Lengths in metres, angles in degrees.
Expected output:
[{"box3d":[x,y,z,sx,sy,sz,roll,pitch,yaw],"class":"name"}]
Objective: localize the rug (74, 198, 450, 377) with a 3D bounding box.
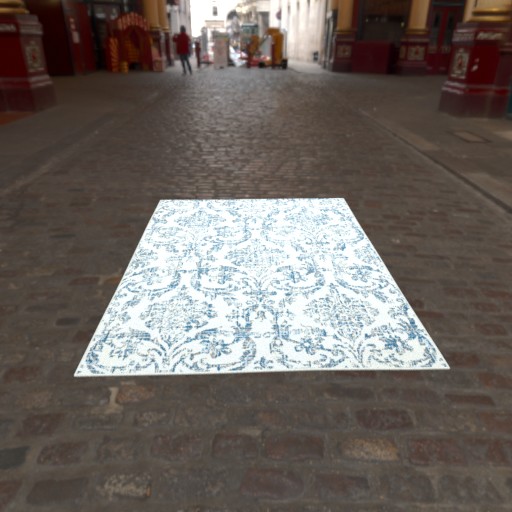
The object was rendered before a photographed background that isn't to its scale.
[{"box3d":[0.000,0.000,2.843,1.586,0.014,2.197,-1,26,-2],"class":"rug"}]
